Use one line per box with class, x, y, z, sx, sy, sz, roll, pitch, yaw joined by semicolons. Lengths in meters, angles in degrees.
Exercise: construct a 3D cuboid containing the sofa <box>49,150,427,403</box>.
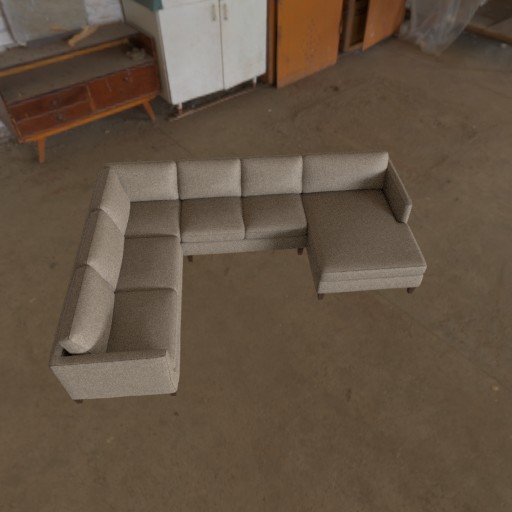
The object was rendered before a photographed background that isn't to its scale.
sofa;0.000;0.000;4.467;3.403;0.889;2.551;-4;47;-3
